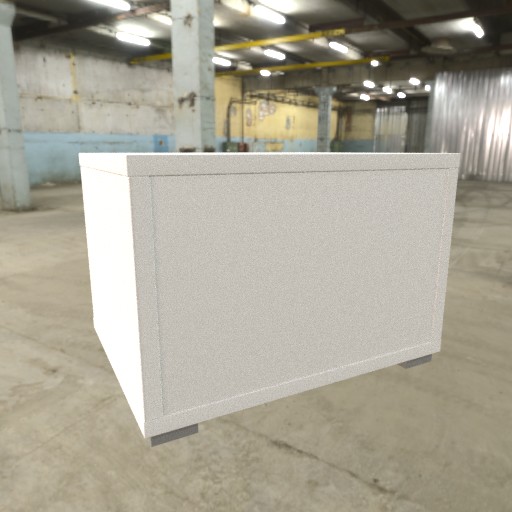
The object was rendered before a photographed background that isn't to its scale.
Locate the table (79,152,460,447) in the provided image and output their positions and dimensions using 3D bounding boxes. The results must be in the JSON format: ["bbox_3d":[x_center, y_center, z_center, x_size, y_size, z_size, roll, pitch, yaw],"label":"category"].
[{"bbox_3d":[0.000,0.000,0.791,0.517,0.357,0.399,-7,15,-27],"label":"table"}]
